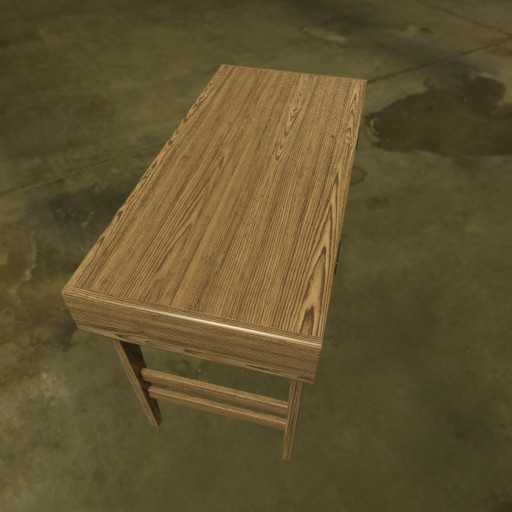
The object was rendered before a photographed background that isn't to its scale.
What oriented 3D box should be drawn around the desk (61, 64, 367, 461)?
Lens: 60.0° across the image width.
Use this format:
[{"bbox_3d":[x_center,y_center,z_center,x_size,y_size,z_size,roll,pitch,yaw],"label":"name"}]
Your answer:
[{"bbox_3d":[0.000,0.000,1.438,0.508,0.755,1.067,10,47,10],"label":"desk"}]
